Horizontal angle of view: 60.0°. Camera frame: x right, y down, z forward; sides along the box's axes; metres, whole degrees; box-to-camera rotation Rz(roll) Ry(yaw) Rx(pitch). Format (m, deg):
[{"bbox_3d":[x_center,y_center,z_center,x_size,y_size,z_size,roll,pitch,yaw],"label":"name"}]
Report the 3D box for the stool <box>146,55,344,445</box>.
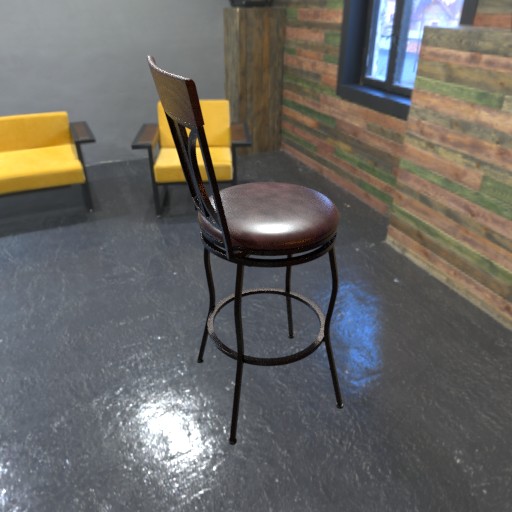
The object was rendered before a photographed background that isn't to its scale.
[{"bbox_3d":[0.000,0.000,1.394,0.513,1.130,0.448,-11,32,-18],"label":"stool"}]
